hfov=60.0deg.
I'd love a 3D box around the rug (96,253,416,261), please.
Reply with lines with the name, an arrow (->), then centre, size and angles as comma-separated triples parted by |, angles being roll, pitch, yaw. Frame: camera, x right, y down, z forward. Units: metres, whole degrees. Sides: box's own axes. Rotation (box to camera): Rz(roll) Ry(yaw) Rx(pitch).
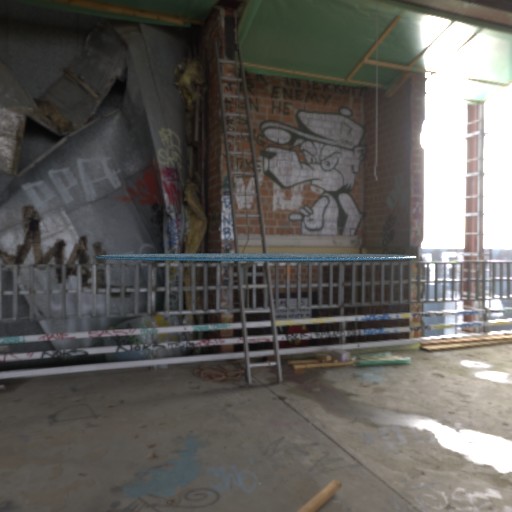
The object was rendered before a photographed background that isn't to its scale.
rug -> 0.000, 0.000, 2.341 | 1.593, 0.012, 1.593 | 0, 1, 0
